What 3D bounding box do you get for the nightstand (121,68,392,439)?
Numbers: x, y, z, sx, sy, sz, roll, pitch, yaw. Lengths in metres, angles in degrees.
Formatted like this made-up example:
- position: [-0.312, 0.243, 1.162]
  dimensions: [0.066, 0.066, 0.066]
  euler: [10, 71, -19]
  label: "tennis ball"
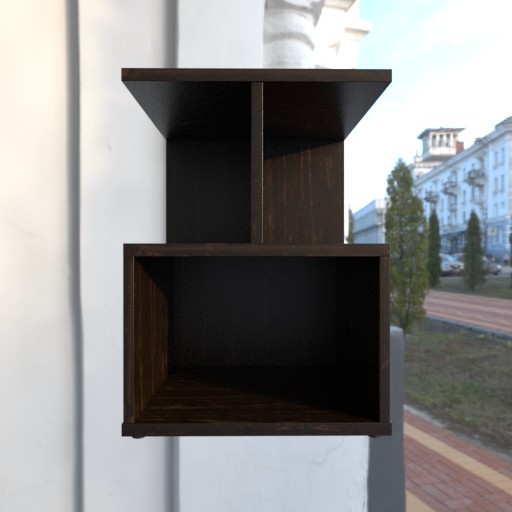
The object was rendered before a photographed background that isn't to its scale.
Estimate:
- position: [0.000, 0.000, 0.832]
  dimensions: [0.400, 0.559, 0.356]
  euler: [0, 0, -1]
  label: "nightstand"
